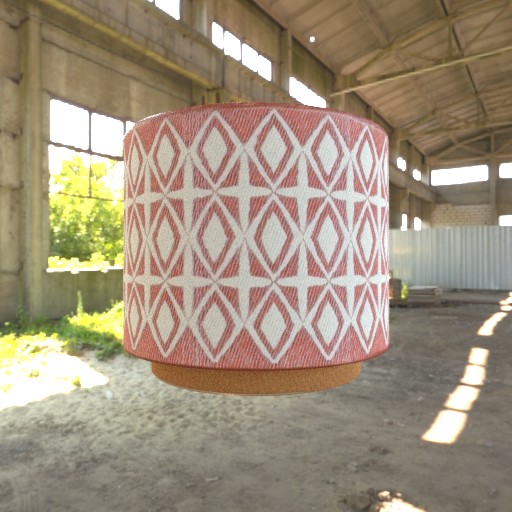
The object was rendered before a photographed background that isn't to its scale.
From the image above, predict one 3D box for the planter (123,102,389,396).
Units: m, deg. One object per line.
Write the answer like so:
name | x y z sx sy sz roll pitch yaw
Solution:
planter | 0.000 0.000 0.476 0.273 0.237 0.273 0 -1 0
